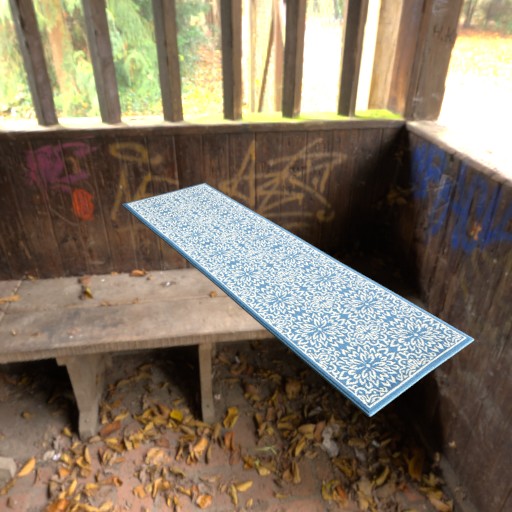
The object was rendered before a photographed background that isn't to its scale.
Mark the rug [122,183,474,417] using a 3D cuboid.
[{"bbox_3d":[0.000,0.000,2.453,0.662,0.011,2.196,-21,37,-31],"label":"rug"}]
